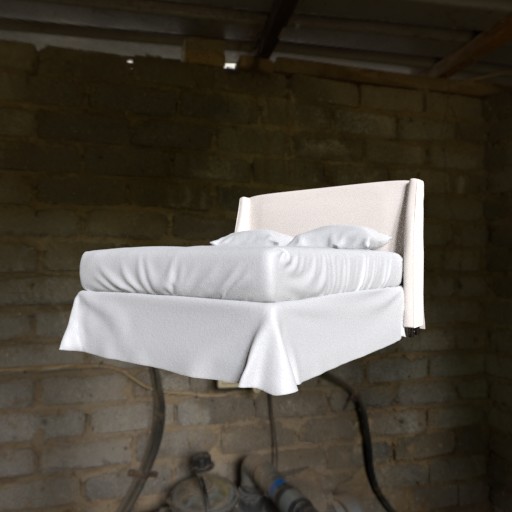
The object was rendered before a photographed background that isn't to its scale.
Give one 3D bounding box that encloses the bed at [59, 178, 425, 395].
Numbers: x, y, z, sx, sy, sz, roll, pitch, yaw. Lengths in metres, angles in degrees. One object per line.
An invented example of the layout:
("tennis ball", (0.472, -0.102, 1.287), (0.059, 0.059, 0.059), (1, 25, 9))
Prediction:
("bed", (0.000, 0.000, 3.430), (1.925, 1.332, 2.276), (0, -1, 36))
